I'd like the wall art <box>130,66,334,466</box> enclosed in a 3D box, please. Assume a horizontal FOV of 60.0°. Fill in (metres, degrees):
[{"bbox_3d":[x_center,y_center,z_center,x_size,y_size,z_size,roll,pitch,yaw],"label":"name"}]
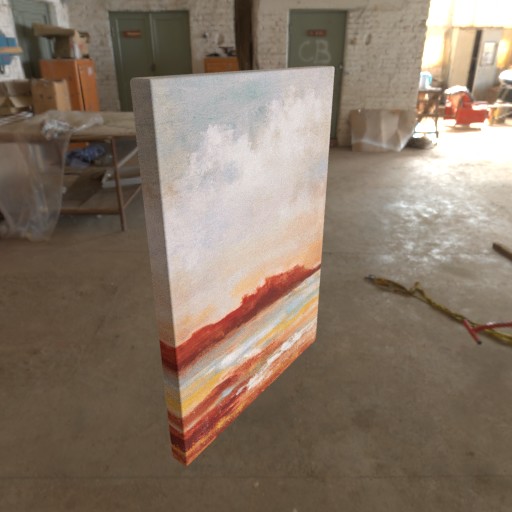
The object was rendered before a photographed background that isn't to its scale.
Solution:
[{"bbox_3d":[0.000,0.000,0.784,0.035,0.605,0.443,17,30,32],"label":"wall art"}]
